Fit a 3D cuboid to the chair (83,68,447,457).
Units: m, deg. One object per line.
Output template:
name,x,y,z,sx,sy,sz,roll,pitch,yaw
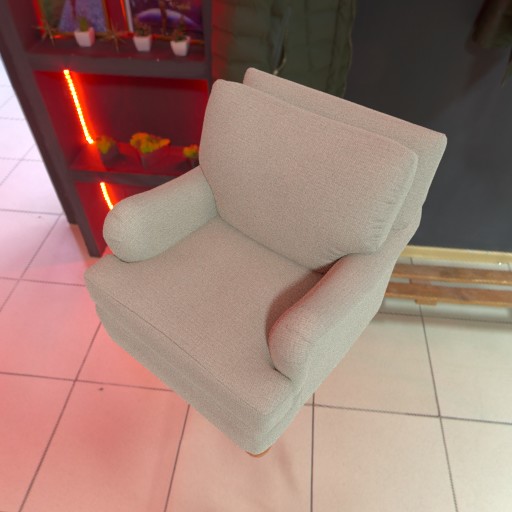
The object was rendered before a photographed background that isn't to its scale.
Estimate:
chair,0.000,0.000,1.773,0.955,1.038,1.070,30,53,26
